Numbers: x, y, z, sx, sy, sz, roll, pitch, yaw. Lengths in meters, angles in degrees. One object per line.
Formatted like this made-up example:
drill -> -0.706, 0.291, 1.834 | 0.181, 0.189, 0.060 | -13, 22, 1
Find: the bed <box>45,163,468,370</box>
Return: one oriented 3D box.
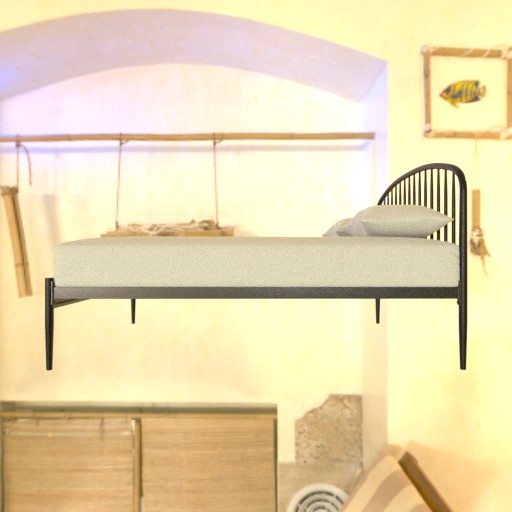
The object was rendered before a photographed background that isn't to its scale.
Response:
bed -> 0.000, 0.000, 3.055 | 2.159, 1.166, 1.618 | 0, 0, 0
